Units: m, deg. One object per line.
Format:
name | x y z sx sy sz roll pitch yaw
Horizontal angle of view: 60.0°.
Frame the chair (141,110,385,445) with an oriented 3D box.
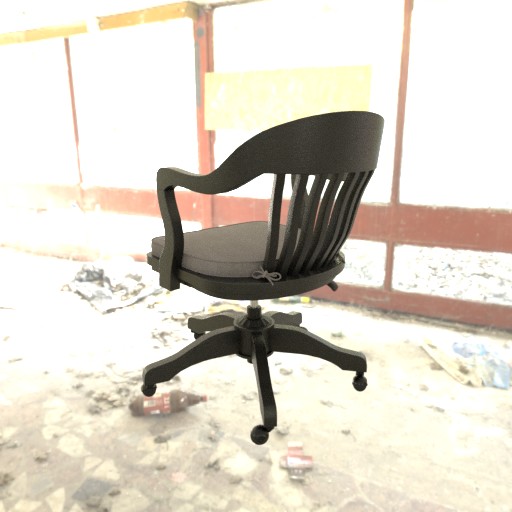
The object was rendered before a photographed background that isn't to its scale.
chair | 0.000 0.000 1.464 0.750 0.878 0.788 -13 19 -41
